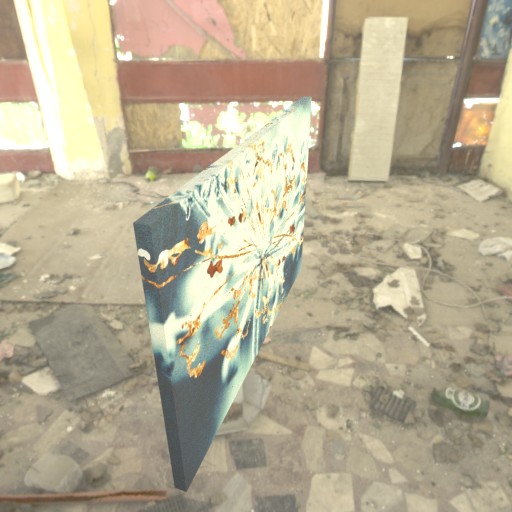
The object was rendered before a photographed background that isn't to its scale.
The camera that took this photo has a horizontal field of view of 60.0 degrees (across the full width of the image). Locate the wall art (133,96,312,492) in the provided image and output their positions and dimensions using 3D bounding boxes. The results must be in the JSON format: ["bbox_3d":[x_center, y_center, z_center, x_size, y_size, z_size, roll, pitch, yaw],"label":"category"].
[{"bbox_3d":[0.000,0.000,1.403,0.035,0.759,1.138,10,32,17],"label":"wall art"}]
